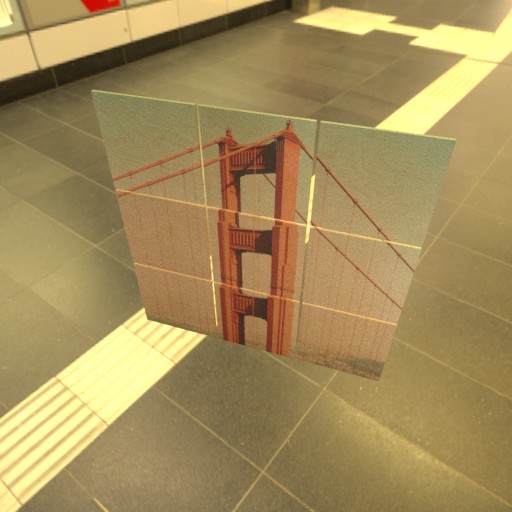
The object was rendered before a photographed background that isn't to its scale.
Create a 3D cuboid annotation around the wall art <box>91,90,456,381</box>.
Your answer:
[{"bbox_3d":[0.000,0.000,1.819,1.214,1.219,0.013,12,43,14],"label":"wall art"}]
